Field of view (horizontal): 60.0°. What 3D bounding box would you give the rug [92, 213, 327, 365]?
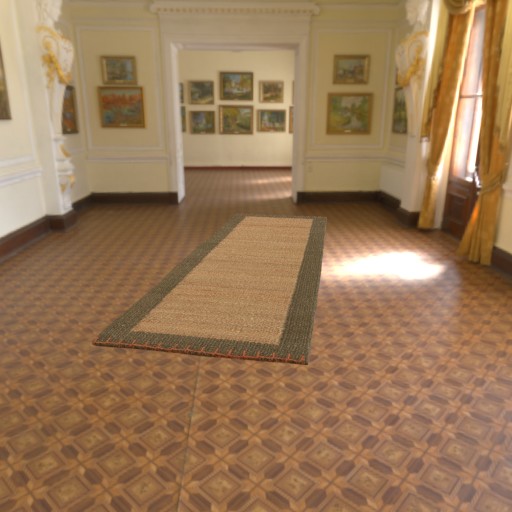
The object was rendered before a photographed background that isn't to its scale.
[{"bbox_3d":[0.000,0.000,2.703,0.810,0.016,2.413,3,17,10],"label":"rug"}]
